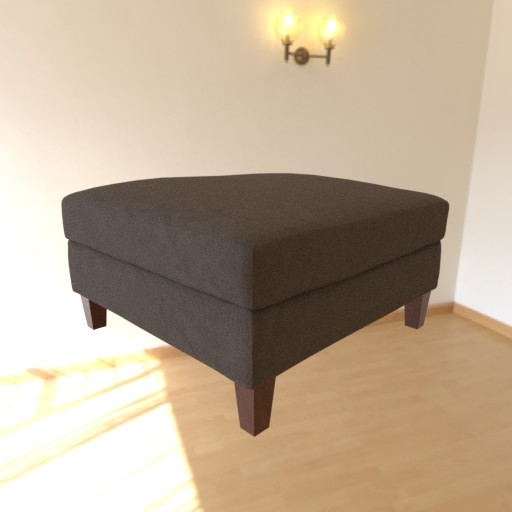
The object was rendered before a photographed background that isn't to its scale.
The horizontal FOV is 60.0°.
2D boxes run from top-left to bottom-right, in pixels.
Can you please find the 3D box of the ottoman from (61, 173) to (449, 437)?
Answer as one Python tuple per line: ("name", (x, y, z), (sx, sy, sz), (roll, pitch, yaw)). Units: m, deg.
("ottoman", (0.000, 0.000, 1.405), (0.861, 0.482, 0.881), (15, 21, 43))
